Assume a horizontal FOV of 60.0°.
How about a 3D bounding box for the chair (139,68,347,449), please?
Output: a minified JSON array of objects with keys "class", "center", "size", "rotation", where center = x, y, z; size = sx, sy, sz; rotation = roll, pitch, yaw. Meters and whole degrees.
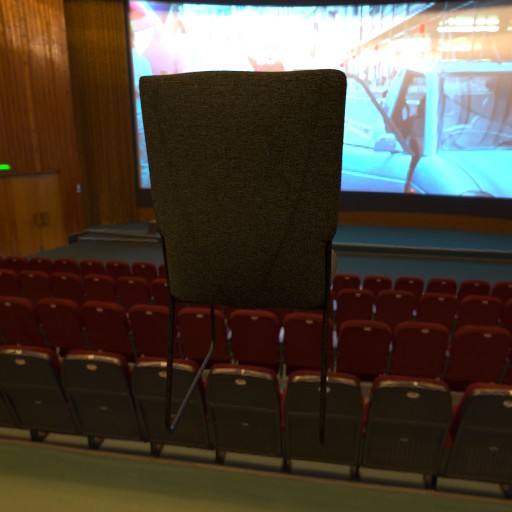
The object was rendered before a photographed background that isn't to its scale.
[{"class":"chair","center":[0.000,0.000,1.284],"size":[0.480,0.931,0.635],"rotation":[2,15,8]}]
